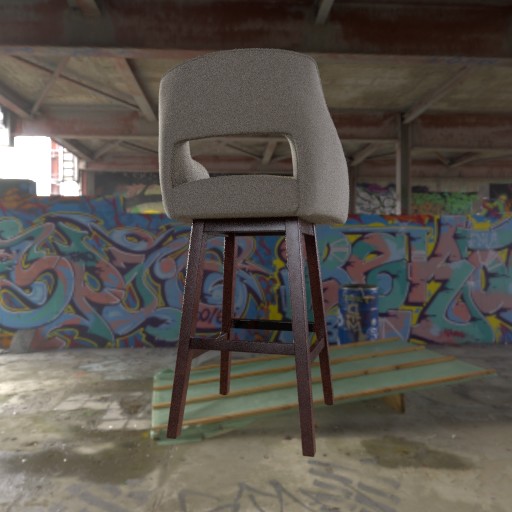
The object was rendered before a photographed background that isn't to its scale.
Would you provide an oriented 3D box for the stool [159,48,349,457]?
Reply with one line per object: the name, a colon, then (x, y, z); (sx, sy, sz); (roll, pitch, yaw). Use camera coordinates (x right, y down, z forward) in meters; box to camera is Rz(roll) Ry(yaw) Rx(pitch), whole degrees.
stool: (0.000, 0.000, 1.378); (0.550, 1.041, 0.560); (0, 0, 17)
